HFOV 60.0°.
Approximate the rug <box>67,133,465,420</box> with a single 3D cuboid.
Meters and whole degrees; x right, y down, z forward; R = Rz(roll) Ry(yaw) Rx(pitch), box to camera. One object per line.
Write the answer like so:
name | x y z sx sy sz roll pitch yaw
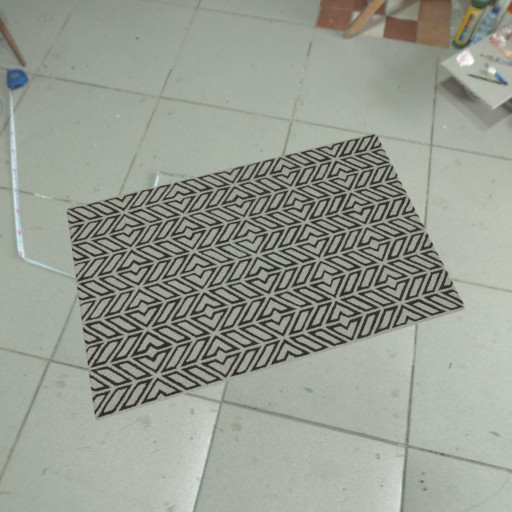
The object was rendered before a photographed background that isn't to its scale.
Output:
rug | 0.000 0.000 3.078 2.438 0.008 1.523 -15 66 -7
